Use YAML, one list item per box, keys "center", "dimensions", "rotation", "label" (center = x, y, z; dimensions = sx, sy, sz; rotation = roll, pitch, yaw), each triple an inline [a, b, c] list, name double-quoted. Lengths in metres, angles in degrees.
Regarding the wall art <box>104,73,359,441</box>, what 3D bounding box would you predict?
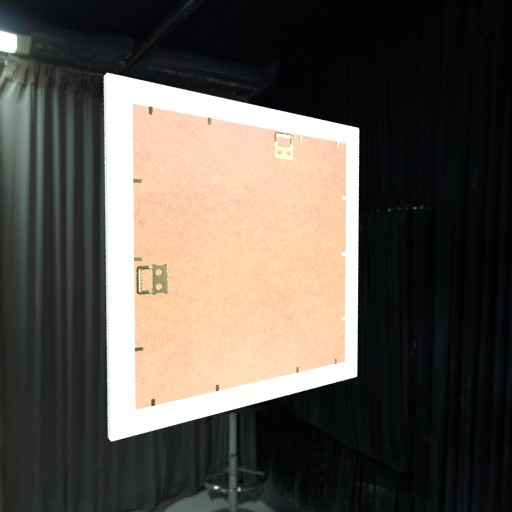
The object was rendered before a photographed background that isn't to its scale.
- center: [0.000, 0.000, 0.876]
  dimensions: [0.584, 0.584, 0.013]
  rotation: [-1, 2, -36]
  label: "wall art"
